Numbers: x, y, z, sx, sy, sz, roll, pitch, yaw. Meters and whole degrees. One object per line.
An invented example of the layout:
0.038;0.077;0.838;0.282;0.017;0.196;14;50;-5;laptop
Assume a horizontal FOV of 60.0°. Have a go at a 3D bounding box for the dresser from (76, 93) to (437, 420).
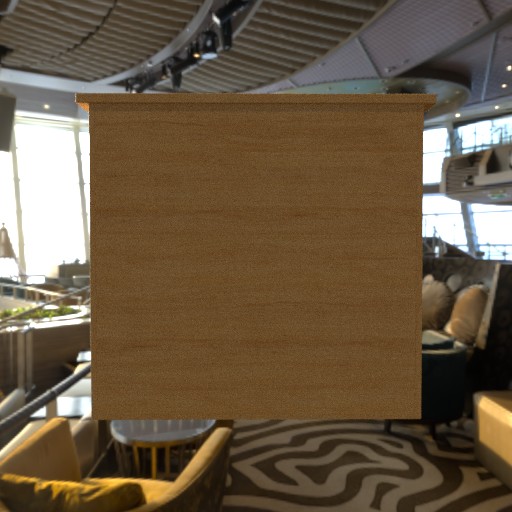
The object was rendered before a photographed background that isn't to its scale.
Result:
0.000;0.000;1.194;0.800;0.730;0.410;0;1;0;dresser
